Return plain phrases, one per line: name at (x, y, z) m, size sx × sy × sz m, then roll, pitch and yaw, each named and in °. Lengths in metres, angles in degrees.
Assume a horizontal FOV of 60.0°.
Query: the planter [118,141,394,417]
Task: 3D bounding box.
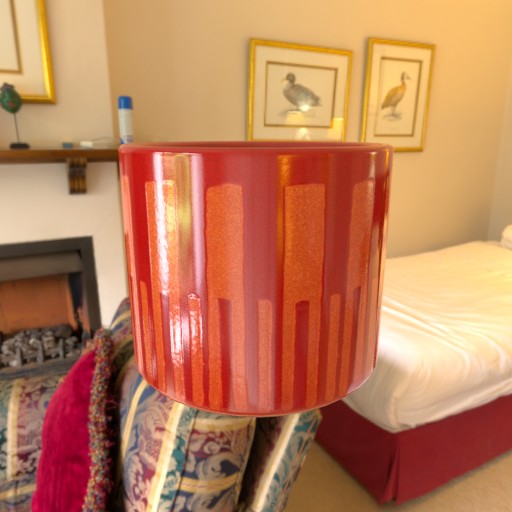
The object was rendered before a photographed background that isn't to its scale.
planter at (0.000, 0.000, 0.410) m, size 0.230 × 0.202 × 0.230 m, roll 0°, pitch 16°, yaw 0°
